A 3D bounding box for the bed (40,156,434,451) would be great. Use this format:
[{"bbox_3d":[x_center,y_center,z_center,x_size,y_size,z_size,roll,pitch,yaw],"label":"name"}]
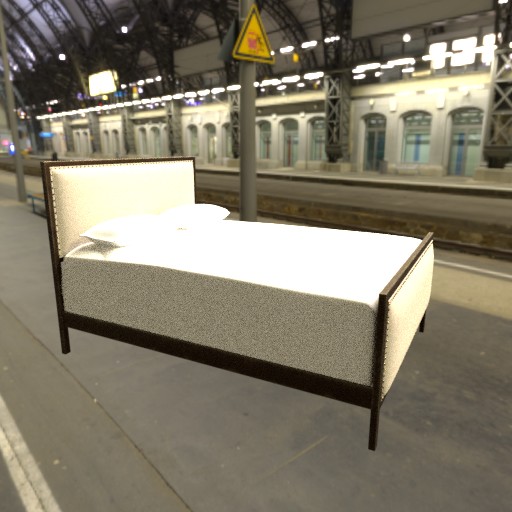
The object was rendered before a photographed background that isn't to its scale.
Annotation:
[{"bbox_3d":[0.000,0.000,3.123,2.221,1.313,1.607,7,16,27],"label":"bed"}]
